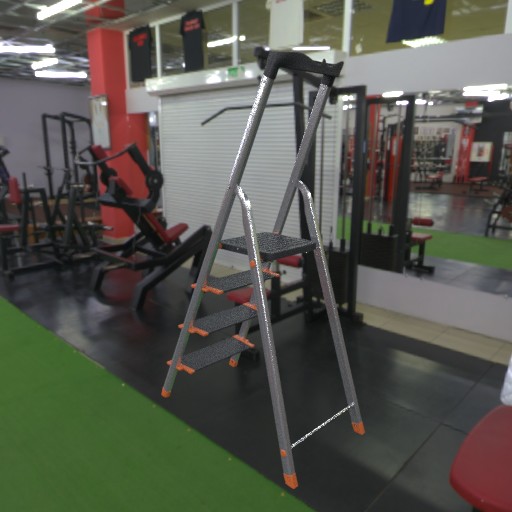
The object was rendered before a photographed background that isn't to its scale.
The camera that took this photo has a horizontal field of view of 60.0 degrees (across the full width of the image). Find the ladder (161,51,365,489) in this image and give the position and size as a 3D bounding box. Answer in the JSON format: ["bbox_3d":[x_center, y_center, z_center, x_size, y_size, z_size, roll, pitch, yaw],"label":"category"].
[{"bbox_3d":[0.000,0.000,1.790,0.452,1.429,0.834,-13,19,-43],"label":"ladder"}]
